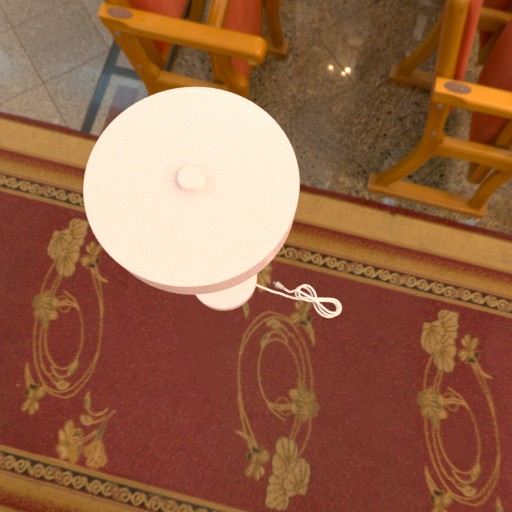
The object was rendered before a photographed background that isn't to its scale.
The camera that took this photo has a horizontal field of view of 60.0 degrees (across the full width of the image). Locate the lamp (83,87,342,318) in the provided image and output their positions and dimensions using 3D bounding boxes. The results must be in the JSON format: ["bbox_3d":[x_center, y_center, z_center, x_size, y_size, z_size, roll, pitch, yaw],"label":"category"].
[{"bbox_3d":[0.000,0.000,0.701,0.369,0.508,0.229,14,76,4],"label":"lamp"}]
